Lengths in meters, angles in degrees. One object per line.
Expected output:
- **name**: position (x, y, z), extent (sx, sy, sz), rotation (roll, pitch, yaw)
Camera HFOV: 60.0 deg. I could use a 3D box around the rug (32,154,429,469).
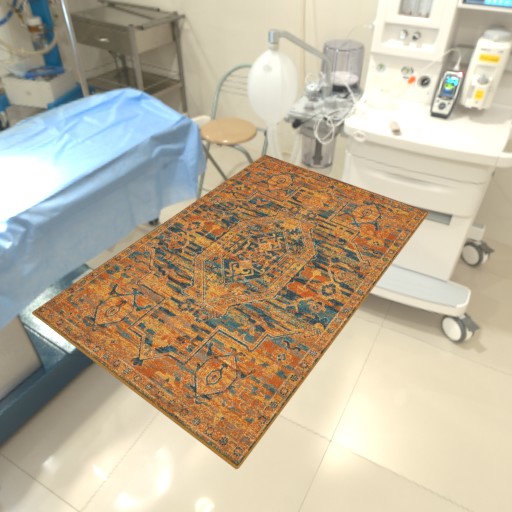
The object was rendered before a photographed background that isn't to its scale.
- **rug**: position (0.000, 0.000, 1.084), extent (0.557, 0.008, 0.863), rotation (26, 47, 26)
